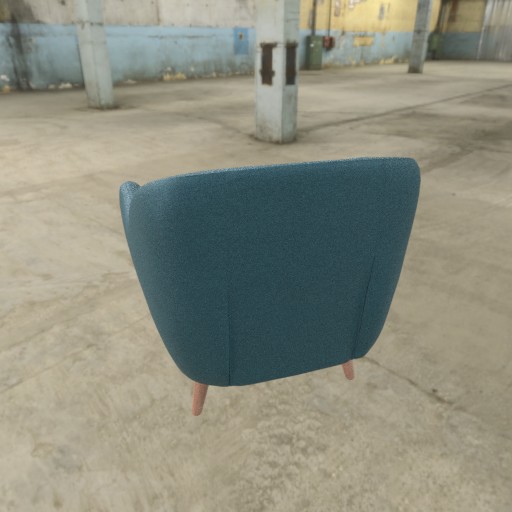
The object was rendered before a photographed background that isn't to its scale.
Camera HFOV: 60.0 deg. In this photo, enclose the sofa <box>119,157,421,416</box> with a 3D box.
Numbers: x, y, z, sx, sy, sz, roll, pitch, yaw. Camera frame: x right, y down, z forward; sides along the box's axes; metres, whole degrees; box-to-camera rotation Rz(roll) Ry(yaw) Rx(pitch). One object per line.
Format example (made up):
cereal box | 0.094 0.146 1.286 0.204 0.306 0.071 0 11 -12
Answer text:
sofa | 0.000 0.000 1.508 0.836 0.817 0.825 -8 26 -16
